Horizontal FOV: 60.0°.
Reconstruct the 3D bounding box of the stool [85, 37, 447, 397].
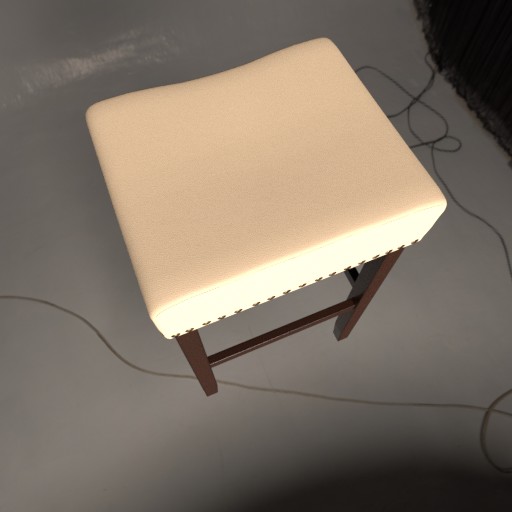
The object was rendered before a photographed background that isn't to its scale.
[{"bbox_3d":[0.000,0.000,1.027,0.471,0.762,0.401,-20,65,-10],"label":"stool"}]
